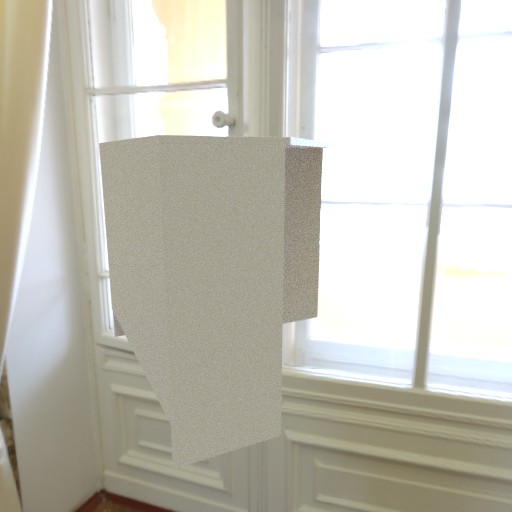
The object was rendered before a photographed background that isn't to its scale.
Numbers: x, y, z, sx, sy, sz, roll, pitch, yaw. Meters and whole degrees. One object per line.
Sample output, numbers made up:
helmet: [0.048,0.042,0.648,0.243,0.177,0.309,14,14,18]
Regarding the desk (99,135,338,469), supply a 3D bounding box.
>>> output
desk: [0.000,0.000,1.639,0.926,0.818,0.940,-6,15,-25]
